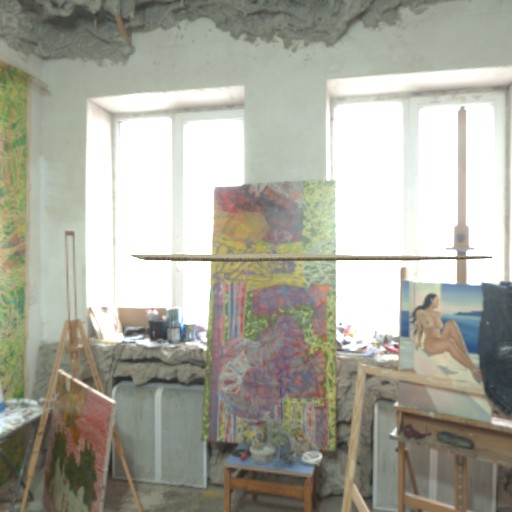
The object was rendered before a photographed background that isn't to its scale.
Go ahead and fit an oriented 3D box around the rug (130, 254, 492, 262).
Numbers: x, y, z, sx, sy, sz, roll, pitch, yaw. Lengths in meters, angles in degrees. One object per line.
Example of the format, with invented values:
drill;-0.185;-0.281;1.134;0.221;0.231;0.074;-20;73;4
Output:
rug;0.000;0.000;2.277;1.211;0.018;1.822;0;1;-17
